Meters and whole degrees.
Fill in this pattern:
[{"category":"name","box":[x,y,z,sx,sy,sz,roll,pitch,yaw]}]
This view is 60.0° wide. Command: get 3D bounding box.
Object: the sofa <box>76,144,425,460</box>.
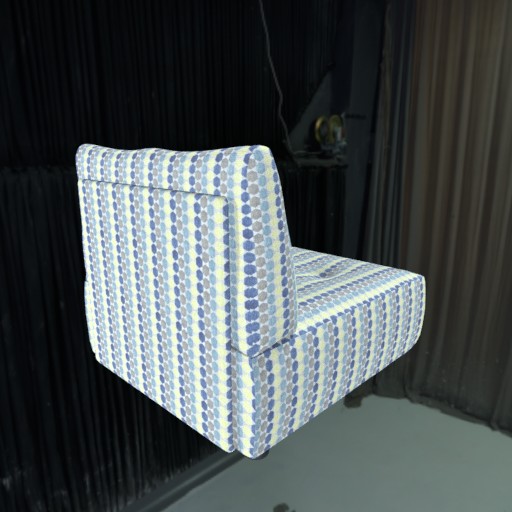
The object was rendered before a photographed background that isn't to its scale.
[{"category":"sofa","box":[0.000,0.000,1.695,0.930,0.830,1.000,14,20,43]}]
